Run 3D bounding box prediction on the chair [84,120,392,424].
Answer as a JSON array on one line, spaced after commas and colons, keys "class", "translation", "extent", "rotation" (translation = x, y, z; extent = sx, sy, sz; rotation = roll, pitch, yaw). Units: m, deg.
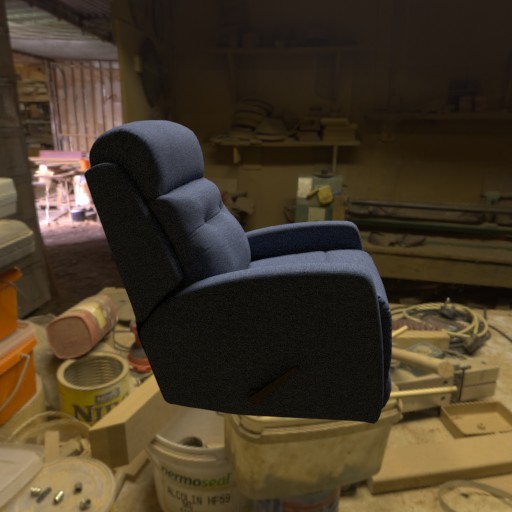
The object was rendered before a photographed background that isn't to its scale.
[{"class": "chair", "translation": [0.000, 0.000, 1.732], "extent": [1.043, 1.013, 0.798], "rotation": [3, 17, 8]}]
